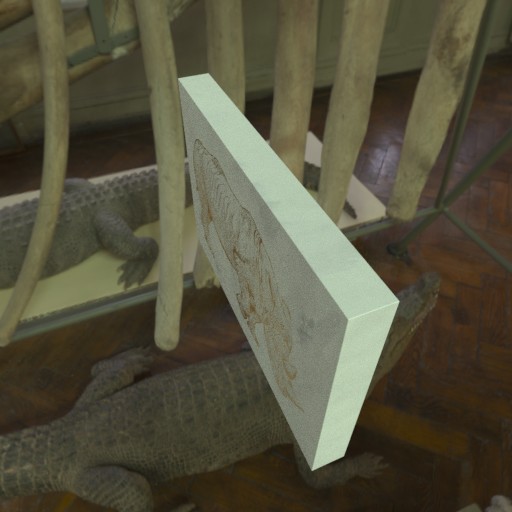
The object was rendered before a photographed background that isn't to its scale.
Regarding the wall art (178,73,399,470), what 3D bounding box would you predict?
[{"bbox_3d":[0.000,0.000,0.491,0.038,0.254,0.381,-17,47,-16],"label":"wall art"}]
